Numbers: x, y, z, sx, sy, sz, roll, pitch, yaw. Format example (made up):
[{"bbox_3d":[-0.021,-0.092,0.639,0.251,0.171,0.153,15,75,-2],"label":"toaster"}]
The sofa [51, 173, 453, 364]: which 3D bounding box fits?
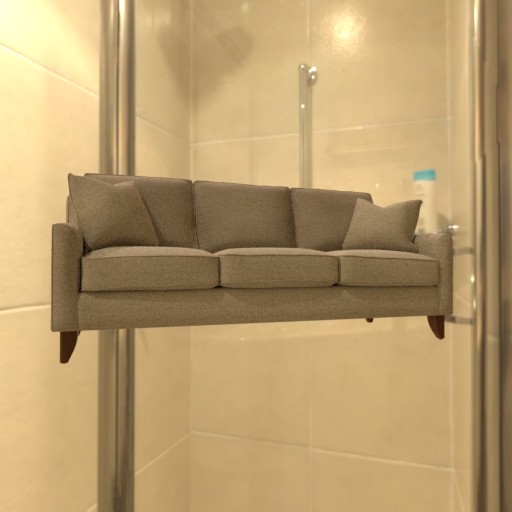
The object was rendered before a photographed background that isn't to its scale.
[{"bbox_3d":[0.000,0.000,2.475,2.031,0.914,0.865,0,-1,-18],"label":"sofa"}]
